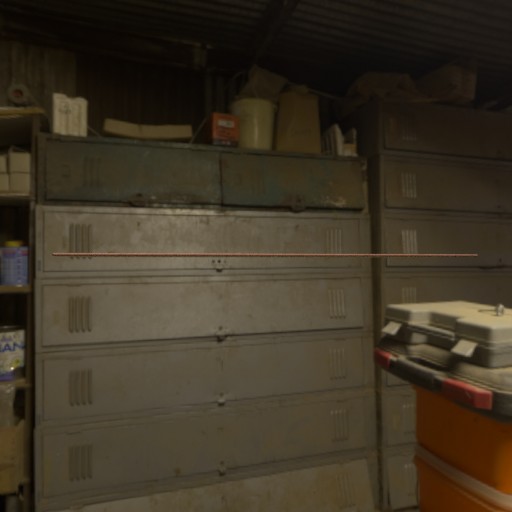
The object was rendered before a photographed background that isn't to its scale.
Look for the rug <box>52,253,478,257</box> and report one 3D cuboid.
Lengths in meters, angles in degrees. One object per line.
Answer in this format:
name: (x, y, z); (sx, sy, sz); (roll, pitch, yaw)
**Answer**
rug: (0.000, 0.000, 3.139); (2.438, 0.014, 1.524); (0, 0, -17)
